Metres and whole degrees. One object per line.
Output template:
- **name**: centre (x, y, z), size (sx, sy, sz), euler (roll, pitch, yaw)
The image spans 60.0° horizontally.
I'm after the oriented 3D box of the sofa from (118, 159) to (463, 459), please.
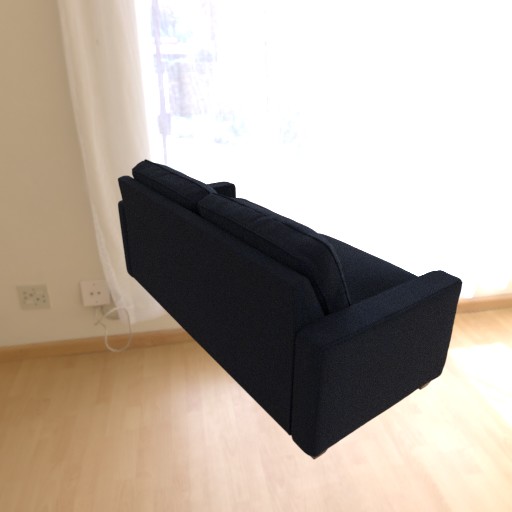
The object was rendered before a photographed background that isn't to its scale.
- **sofa**: centre (0.000, 0.000, 2.605), size (0.940, 0.919, 2.080), euler (-17, 30, -32)
